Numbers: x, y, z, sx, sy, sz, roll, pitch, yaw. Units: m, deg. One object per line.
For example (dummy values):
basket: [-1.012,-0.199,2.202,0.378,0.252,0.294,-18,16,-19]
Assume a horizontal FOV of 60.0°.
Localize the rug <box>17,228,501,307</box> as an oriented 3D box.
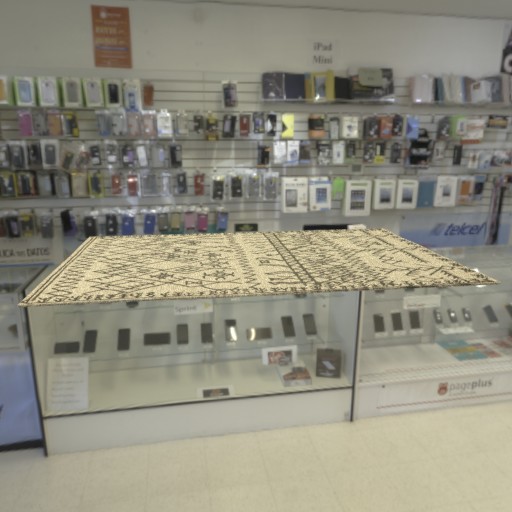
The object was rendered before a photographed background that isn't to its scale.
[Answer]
rug: [0.000,0.000,2.941,2.444,0.012,1.530,-2,15,-8]
